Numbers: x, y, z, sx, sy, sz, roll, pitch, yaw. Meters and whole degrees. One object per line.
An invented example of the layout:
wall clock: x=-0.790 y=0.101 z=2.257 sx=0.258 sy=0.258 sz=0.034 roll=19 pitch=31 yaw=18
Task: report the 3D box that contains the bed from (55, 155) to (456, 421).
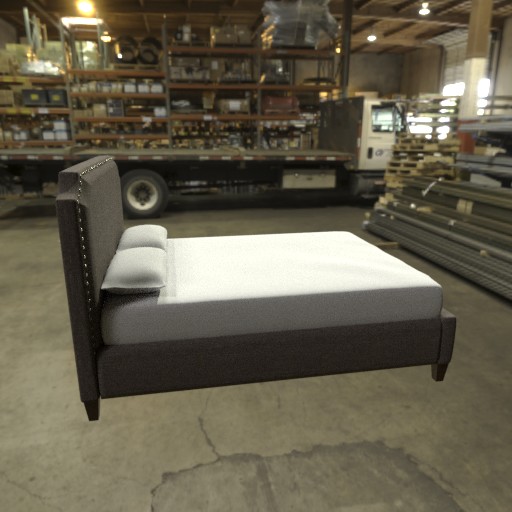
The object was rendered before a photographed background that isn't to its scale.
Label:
bed: x=0.000 y=0.000 z=3.405 sx=2.381 sy=1.457 sz=1.713 roll=-3 pitch=16 yaw=-10
